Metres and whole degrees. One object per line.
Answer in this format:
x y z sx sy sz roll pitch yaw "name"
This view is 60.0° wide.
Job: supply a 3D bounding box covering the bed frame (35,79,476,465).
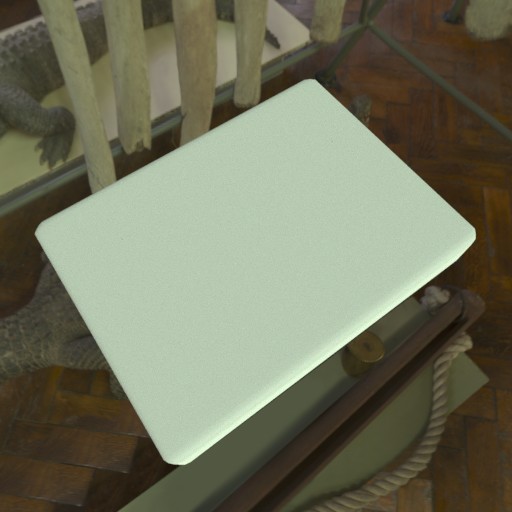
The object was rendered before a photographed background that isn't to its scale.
0.000 0.000 2.772 2.037 0.677 1.528 -33 68 -15 "bed frame"
